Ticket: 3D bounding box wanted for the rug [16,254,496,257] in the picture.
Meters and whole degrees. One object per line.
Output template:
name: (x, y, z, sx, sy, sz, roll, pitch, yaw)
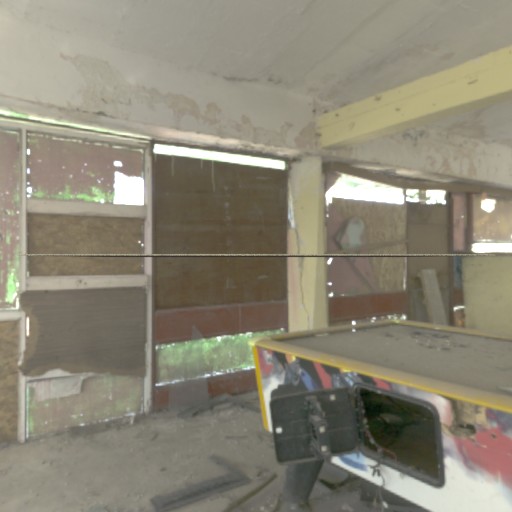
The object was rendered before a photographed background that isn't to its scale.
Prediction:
rug: (0.000, 0.000, 2.988, 2.433, 0.007, 1.507, 0, 0, 0)
